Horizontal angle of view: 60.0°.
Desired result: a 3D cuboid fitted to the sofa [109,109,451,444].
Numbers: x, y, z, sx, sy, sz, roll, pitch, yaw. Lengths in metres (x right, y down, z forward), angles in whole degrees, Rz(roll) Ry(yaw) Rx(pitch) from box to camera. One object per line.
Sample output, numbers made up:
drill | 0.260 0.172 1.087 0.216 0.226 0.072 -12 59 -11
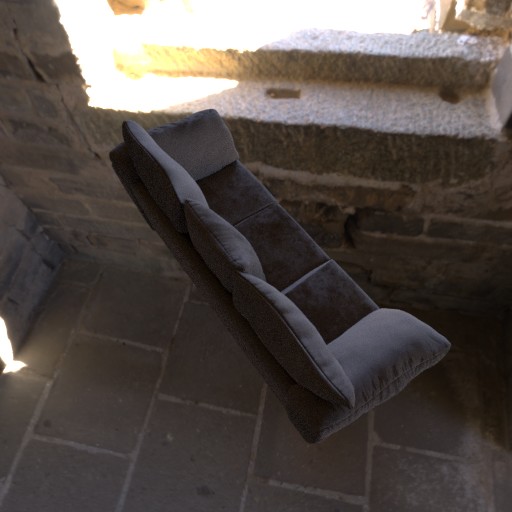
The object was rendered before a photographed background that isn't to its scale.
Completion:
sofa | 0.000 0.000 2.857 0.878 1.073 2.336 -31 64 -18
